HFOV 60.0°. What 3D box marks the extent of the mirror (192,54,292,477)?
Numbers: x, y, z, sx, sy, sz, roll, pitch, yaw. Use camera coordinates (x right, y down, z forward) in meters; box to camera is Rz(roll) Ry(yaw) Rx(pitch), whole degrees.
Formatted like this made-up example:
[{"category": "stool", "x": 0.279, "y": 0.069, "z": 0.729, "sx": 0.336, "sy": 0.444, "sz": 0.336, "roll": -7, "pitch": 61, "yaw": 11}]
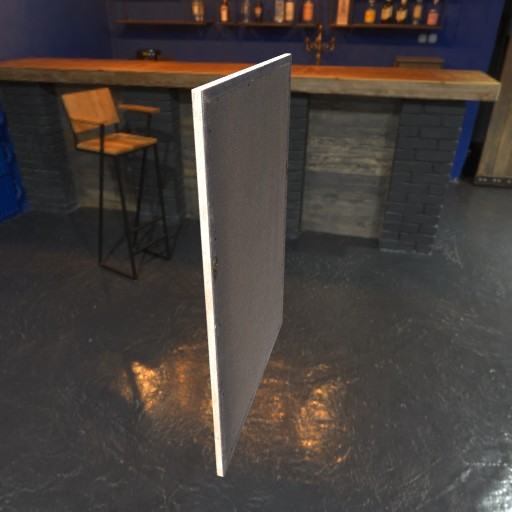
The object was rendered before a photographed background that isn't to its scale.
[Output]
[{"category": "mirror", "x": 0.000, "y": 0.000, "z": 1.261, "sx": 0.025, "sy": 0.996, "sz": 0.705, "roll": 8, "pitch": 30, "yaw": 14}]
